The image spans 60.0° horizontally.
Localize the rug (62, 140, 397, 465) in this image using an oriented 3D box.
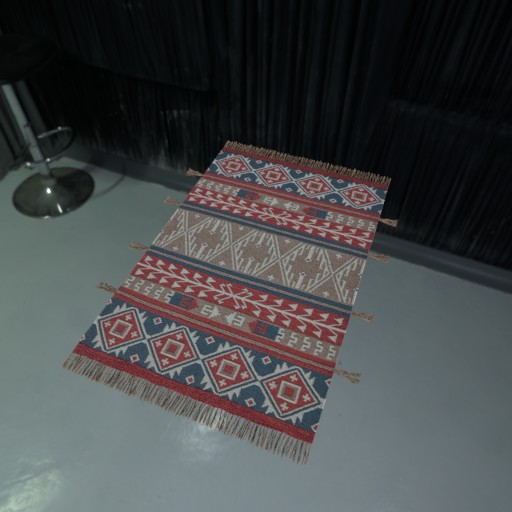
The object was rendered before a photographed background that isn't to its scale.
[{"bbox_3d":[0.000,0.000,2.583,1.469,0.040,2.025,16,51,14],"label":"rug"}]
